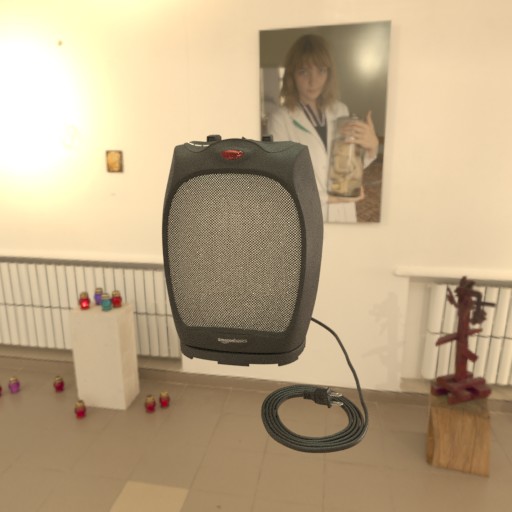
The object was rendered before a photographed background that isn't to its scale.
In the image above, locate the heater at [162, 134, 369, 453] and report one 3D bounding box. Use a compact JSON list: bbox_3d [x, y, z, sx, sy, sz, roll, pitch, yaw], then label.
[{"bbox_3d":[0.000,0.000,0.478,0.239,0.255,0.291,2,15,9],"label":"heater"}]
